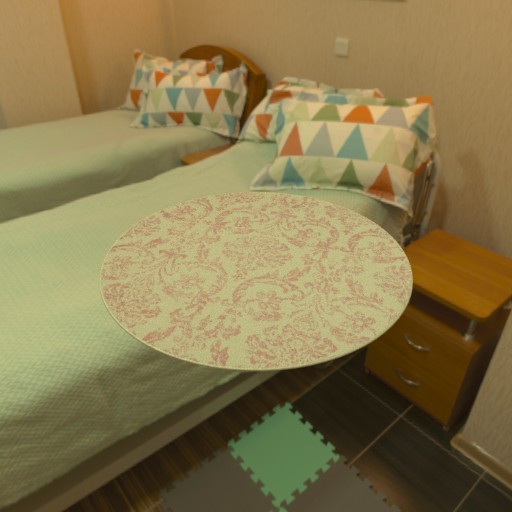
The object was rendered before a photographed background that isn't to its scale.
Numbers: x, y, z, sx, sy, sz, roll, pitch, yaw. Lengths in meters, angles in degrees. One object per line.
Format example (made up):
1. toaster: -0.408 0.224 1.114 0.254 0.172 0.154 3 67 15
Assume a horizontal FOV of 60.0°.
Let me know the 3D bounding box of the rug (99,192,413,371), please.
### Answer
1. rug: 0.000 0.000 2.346 1.593 0.012 1.593 0 33 0
